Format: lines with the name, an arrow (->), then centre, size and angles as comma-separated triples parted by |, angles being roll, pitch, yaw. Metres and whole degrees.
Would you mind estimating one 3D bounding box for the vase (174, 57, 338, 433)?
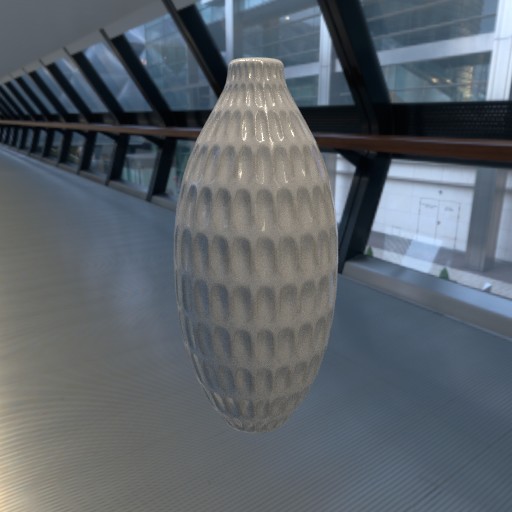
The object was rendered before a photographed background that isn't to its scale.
vase -> 0.000, 0.000, 0.347 | 0.127, 0.282, 0.127 | 0, 16, 0
